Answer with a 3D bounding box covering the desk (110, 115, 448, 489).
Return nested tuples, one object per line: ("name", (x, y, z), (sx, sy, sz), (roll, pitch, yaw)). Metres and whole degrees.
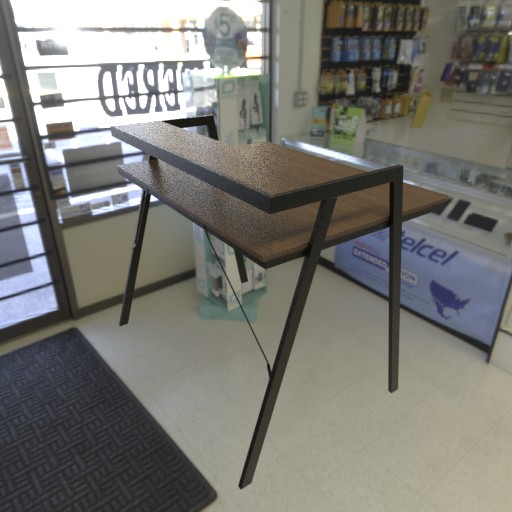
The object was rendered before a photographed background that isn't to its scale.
("desk", (0.000, 0.000, 1.906), (0.936, 0.998, 1.143), (-18, 32, -31))
